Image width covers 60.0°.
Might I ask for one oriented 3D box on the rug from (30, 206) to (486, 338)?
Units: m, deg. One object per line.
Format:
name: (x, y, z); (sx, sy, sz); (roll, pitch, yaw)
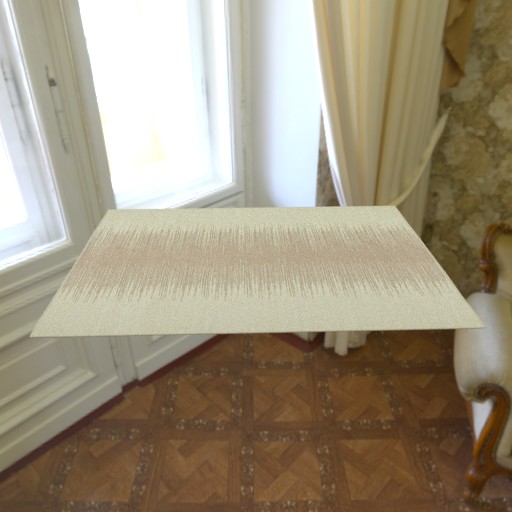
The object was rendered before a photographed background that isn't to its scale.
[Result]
rug: (0.000, 0.000, 2.317); (1.850, 0.006, 1.234); (-1, 30, -2)
